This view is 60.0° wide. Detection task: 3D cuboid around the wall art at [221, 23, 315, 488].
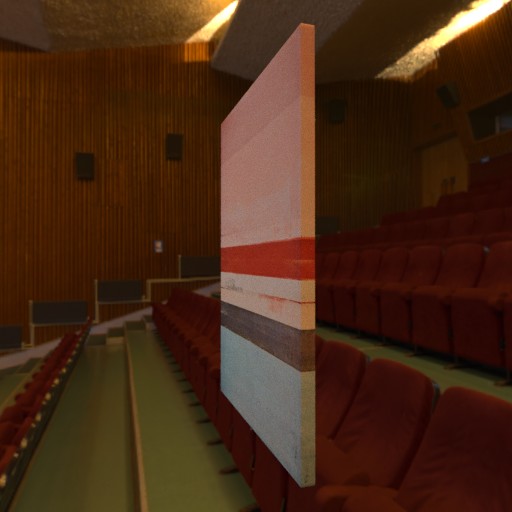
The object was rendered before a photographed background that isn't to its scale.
[{"bbox_3d":[0.000,0.000,1.337,0.039,1.016,0.761,0,-1,-18],"label":"wall art"}]
